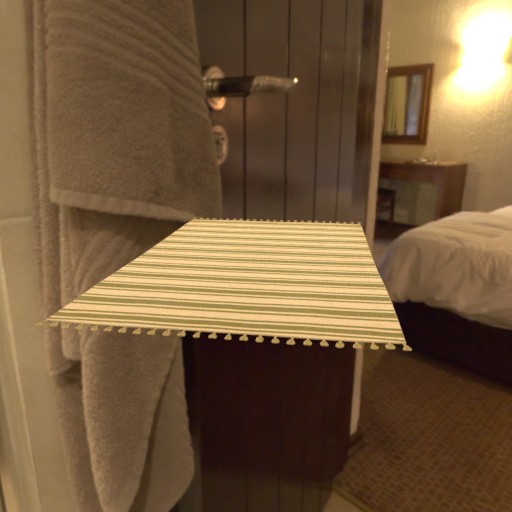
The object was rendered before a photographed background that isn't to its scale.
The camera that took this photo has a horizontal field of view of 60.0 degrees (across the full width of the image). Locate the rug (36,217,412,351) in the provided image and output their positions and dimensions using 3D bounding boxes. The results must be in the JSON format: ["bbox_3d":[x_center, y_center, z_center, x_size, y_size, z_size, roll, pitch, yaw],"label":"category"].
[{"bbox_3d":[0.000,0.000,2.916,1.540,0.018,2.435,2,16,8],"label":"rug"}]
